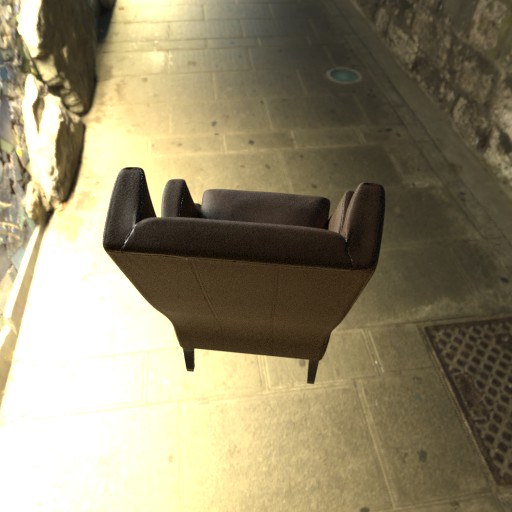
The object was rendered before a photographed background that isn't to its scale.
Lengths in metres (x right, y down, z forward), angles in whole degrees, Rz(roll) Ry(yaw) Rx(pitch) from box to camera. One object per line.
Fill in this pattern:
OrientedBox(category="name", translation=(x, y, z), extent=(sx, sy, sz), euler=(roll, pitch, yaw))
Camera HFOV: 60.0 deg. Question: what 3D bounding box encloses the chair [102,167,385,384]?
OrientedBox(category="chair", translation=(0.000, 0.000, 1.725), extent=(0.852, 1.016, 0.925), euler=(5, 47, 4))
